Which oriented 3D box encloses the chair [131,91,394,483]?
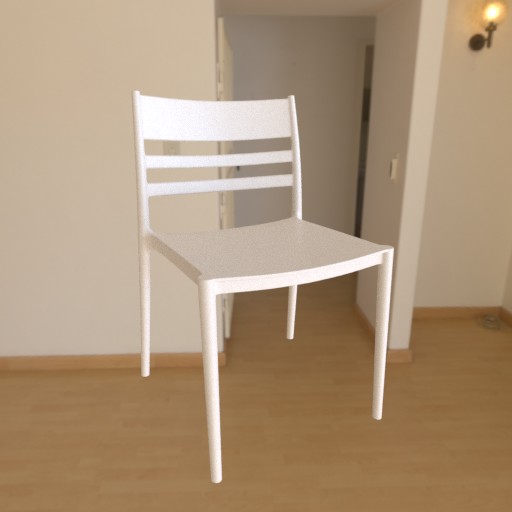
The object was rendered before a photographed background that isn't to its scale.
[{"bbox_3d":[0.000,0.000,1.130,0.531,0.800,0.511,-9,19,-26],"label":"chair"}]
